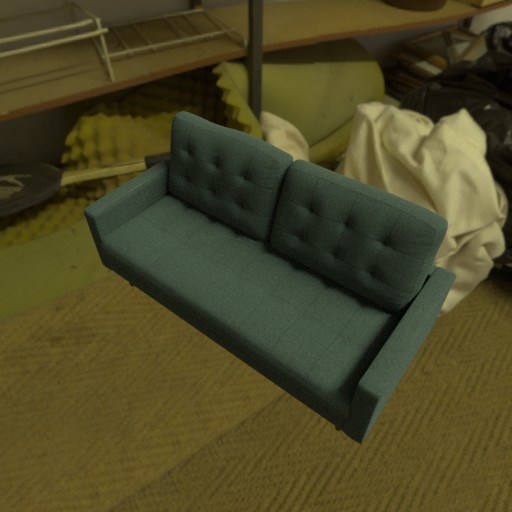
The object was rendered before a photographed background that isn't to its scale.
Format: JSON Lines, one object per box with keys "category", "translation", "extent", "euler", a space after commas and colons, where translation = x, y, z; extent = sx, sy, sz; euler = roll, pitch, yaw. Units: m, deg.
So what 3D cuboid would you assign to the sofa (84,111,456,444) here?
{"category": "sofa", "translation": [0.000, 0.000, 2.620], "extent": [2.010, 1.050, 0.966], "euler": [29, 52, 26]}
